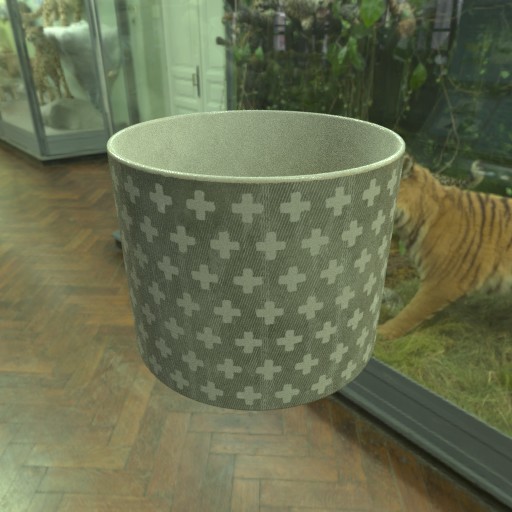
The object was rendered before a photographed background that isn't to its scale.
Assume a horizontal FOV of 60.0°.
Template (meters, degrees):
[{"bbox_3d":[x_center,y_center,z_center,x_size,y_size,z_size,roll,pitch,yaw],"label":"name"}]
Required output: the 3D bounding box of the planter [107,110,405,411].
[{"bbox_3d":[0.000,0.000,0.335,0.190,0.181,0.190,0,28,0],"label":"planter"}]
